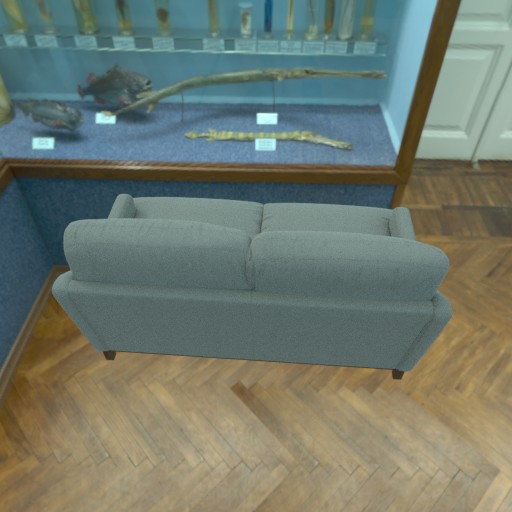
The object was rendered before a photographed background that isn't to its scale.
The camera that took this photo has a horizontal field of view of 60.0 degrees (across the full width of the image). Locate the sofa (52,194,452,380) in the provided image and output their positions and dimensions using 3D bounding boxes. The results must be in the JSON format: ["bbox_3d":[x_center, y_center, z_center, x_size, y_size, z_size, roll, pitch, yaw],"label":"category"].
[{"bbox_3d":[0.000,0.000,2.210,1.589,0.921,0.987,3,45,3],"label":"sofa"}]
